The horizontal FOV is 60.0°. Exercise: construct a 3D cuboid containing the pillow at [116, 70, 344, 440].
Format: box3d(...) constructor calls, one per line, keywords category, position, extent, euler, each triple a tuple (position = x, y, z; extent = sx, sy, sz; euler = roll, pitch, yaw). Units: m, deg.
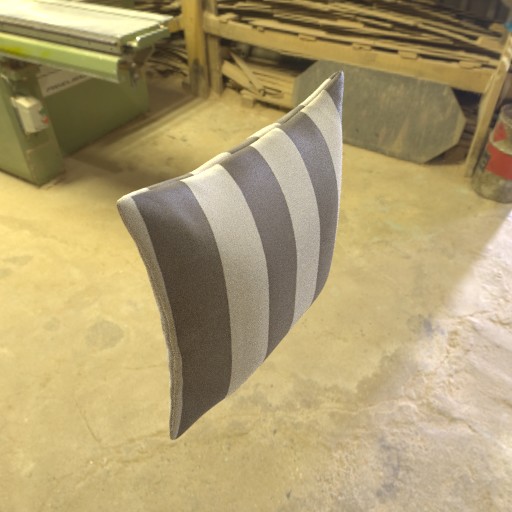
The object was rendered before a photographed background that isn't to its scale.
box3d(category="pillow", position=(0.000, 0.000, 0.790), extent=(0.192, 0.507, 0.522), euler=(25, 46, 26))
